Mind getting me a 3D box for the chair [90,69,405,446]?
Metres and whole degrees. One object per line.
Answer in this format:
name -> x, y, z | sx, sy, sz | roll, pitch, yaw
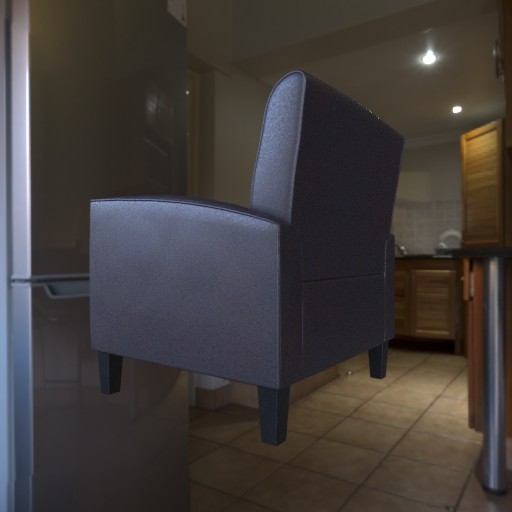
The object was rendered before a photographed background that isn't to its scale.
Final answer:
chair -> 0.000, 0.000, 1.568 | 0.819, 0.916, 0.820 | 0, 1, 36
